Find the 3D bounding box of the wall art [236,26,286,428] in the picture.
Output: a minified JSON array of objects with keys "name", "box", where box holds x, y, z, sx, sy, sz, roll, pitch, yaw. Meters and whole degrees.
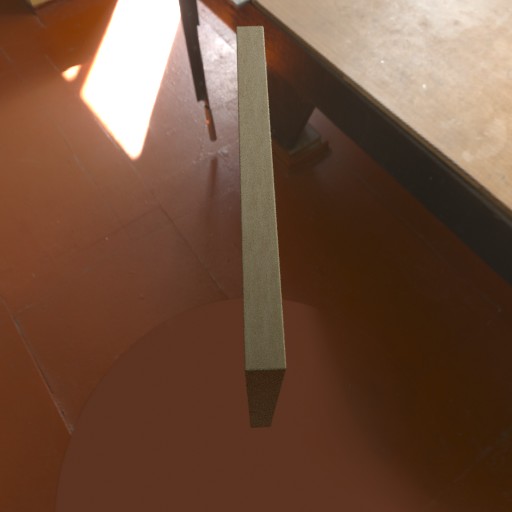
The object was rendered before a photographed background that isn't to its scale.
[{"name":"wall art","box":[0.000,0.000,0.765,0.040,0.506,0.503,-2,63,-1]}]
